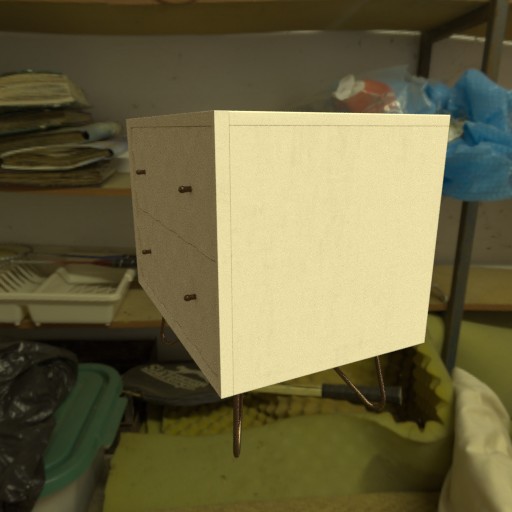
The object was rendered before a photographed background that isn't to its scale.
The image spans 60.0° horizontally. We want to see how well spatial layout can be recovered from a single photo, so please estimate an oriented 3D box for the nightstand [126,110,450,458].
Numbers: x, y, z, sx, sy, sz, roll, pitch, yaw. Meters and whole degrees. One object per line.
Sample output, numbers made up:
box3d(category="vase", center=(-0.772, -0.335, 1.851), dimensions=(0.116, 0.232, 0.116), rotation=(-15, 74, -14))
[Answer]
box3d(category="nightstand", center=(0.000, 0.000, 1.013), dimensions=(0.447, 0.604, 0.614), rotation=(-8, 18, -25))
